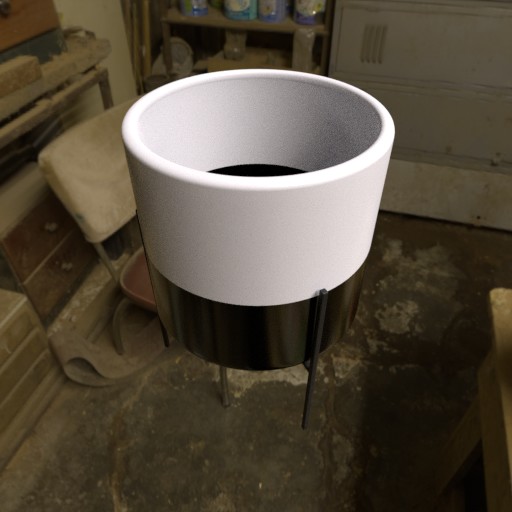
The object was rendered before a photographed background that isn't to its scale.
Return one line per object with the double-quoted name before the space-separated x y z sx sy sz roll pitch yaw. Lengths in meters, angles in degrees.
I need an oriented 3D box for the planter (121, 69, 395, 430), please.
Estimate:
"planter" 0.000 0.000 0.639 0.310 0.432 0.310 12 43 14
